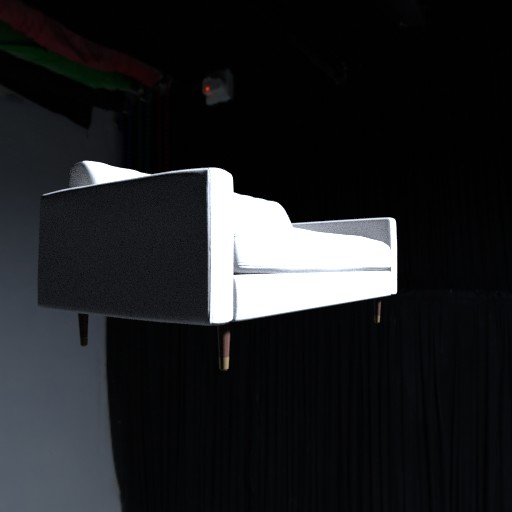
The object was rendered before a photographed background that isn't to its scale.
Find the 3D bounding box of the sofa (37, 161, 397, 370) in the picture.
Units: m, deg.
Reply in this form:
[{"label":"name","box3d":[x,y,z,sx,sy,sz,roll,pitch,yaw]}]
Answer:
[{"label":"sofa","box3d":[0.000,0.000,2.365,0.969,0.814,1.895,-1,-2,35]}]
